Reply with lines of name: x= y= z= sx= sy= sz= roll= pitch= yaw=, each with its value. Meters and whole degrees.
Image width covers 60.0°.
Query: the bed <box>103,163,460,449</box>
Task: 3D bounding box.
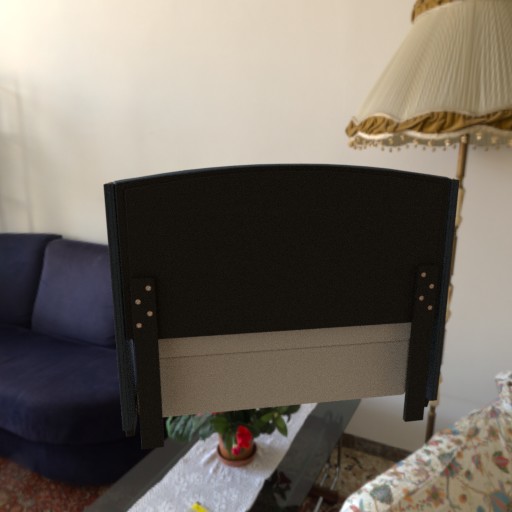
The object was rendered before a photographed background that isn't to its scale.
bed: x=0.000 y=0.000 z=3.261 sx=1.710 sy=1.407 sz=2.237 roll=-2 pitch=14 yaw=-9
